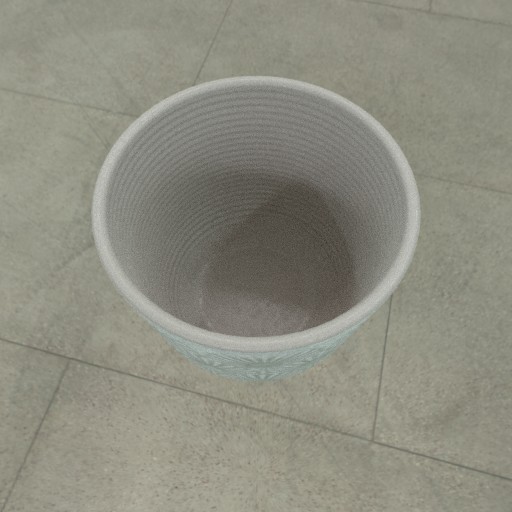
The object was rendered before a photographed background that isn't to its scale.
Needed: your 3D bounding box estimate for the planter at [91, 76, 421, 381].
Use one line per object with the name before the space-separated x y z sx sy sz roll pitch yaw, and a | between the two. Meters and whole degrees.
planter | 0.000 0.000 0.297 0.170 0.152 0.170 0 63 0
